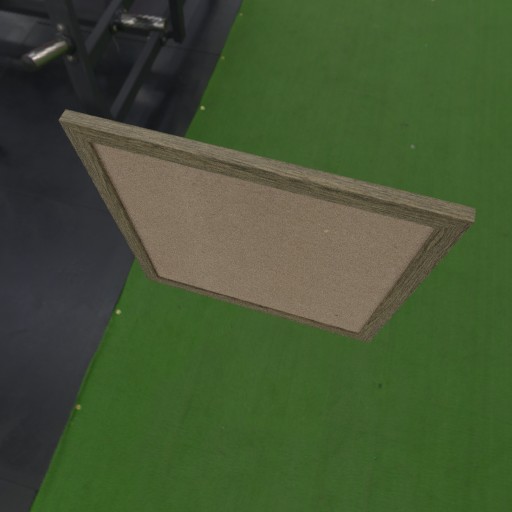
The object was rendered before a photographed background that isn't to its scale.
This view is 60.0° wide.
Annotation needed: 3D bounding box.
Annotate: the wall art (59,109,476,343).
[{"bbox_3d":[0.000,0.000,0.752,0.508,0.508,0.019,15,65,7],"label":"wall art"}]
